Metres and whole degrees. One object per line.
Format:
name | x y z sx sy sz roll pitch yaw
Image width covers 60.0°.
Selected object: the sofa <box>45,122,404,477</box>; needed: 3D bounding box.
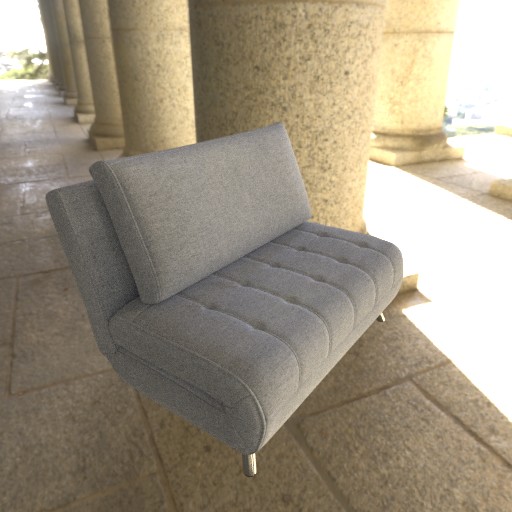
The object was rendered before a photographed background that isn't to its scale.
sofa | 0.000 0.000 1.835 0.910 0.910 1.220 17 30 32
